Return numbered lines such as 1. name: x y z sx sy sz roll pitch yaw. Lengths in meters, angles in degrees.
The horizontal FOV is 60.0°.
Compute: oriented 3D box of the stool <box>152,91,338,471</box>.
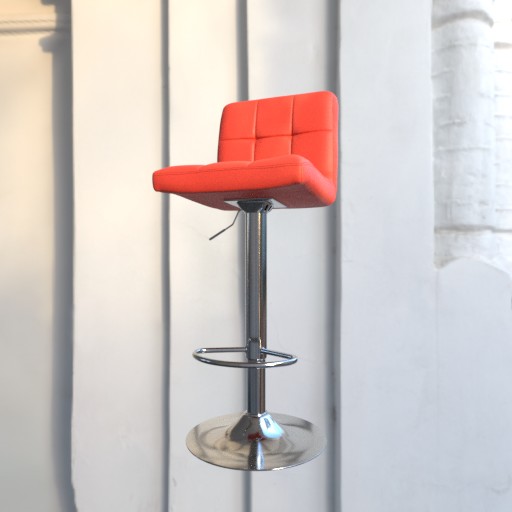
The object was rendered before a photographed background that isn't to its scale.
1. stool: 0.000 0.000 1.350 0.430 1.115 0.505 0 0 20
